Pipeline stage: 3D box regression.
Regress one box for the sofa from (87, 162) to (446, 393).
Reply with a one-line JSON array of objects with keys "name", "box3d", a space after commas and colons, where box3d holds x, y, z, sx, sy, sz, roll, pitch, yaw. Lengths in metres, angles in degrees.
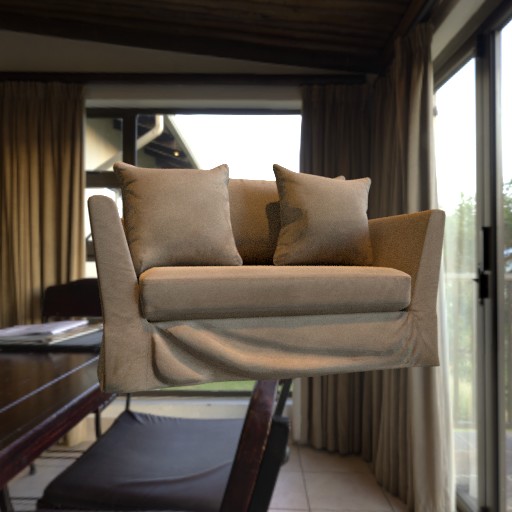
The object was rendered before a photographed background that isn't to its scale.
[{"name": "sofa", "box3d": [0.000, 0.000, 2.328, 1.608, 1.040, 1.035, 0, -1, -18]}]
